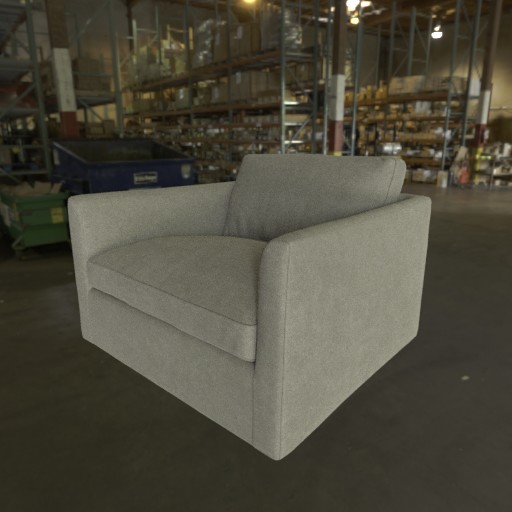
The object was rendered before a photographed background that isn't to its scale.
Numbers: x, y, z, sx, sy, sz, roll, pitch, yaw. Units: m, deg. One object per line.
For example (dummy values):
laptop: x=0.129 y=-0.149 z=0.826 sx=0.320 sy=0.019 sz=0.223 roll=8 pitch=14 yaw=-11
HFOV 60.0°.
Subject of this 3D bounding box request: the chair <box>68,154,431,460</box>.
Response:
chair: x=0.000 y=0.000 z=1.877 sx=1.190 sy=0.845 sz=1.091 roll=14 pitch=21 yaw=41
